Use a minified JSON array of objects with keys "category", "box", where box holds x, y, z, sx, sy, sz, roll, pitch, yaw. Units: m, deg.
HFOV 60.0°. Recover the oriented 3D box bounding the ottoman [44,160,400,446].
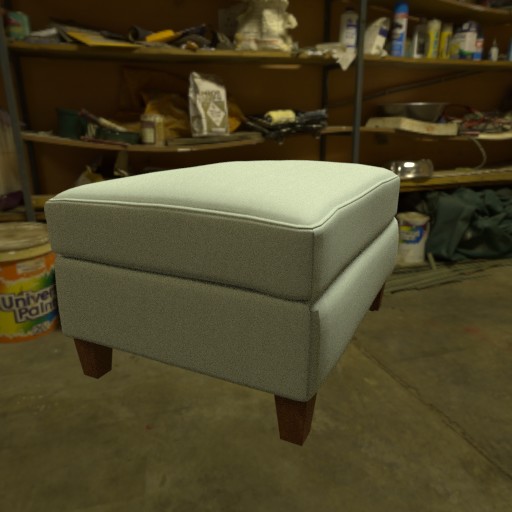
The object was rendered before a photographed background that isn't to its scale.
[{"category":"ottoman","box":[0.000,0.000,1.199,0.634,0.496,0.818,8,19,25]}]
